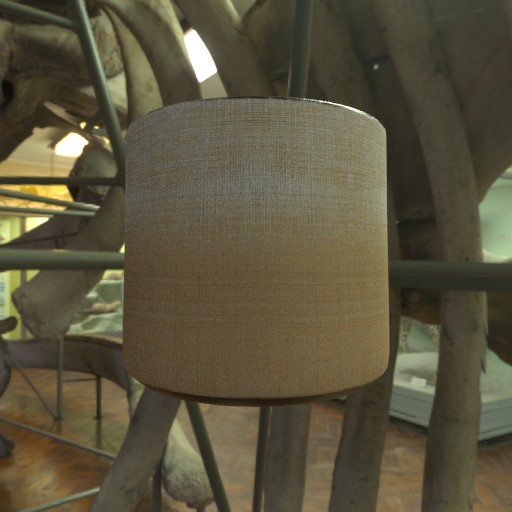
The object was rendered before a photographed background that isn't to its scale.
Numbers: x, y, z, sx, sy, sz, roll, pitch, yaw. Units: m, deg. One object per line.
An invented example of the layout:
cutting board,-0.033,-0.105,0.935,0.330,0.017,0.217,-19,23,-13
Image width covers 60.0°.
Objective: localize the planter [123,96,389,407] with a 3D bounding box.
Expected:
planter,0.000,0.000,0.384,0.221,0.201,0.221,0,-1,0
